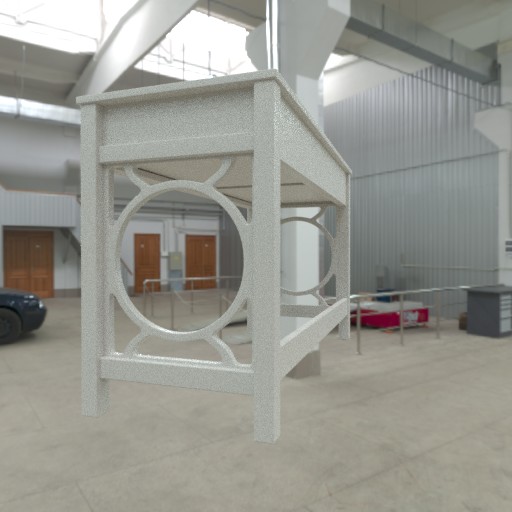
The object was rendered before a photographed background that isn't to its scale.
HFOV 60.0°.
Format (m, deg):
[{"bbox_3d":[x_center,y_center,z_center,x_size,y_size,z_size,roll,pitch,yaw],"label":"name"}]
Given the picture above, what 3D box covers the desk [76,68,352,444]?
[{"bbox_3d":[0.000,0.000,1.532,0.504,0.762,1.191,0,1,19],"label":"desk"}]
